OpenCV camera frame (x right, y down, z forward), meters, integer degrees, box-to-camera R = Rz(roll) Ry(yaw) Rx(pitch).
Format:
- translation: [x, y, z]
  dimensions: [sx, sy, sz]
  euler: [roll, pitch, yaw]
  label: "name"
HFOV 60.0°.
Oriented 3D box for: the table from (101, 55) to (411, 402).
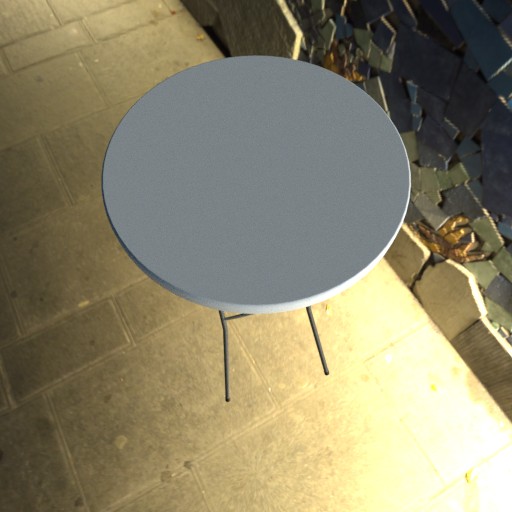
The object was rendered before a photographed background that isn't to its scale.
- translation: [0.000, 0.000, 1.637]
  dimensions: [0.792, 1.105, 0.795]
  euler: [-13, 65, -6]
  label: "table"
